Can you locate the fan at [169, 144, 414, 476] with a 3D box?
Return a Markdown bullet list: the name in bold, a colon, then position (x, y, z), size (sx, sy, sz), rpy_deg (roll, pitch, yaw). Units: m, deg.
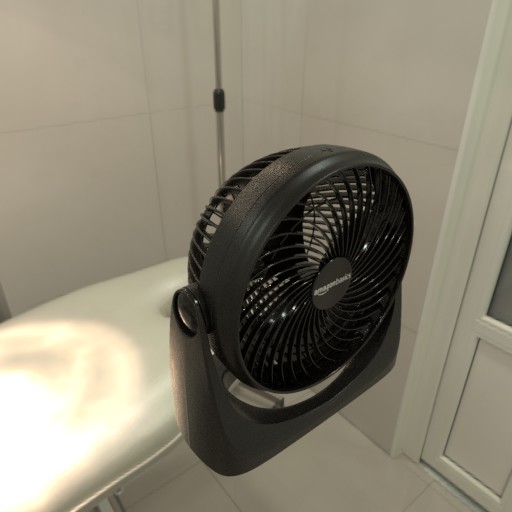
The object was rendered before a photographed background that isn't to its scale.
- **fan**: position (0.000, 0.000, 0.487), size (0.273, 0.277, 0.256), rpy_deg (-21, 35, -33)
